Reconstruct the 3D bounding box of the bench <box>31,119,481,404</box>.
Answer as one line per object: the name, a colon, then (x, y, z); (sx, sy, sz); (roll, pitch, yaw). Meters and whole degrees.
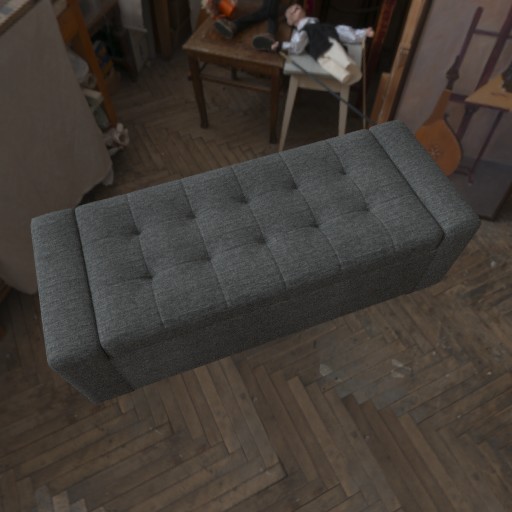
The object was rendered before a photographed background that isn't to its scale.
bench: (0.000, 0.000, 1.521); (1.296, 0.445, 0.508); (-17, 59, -11)
